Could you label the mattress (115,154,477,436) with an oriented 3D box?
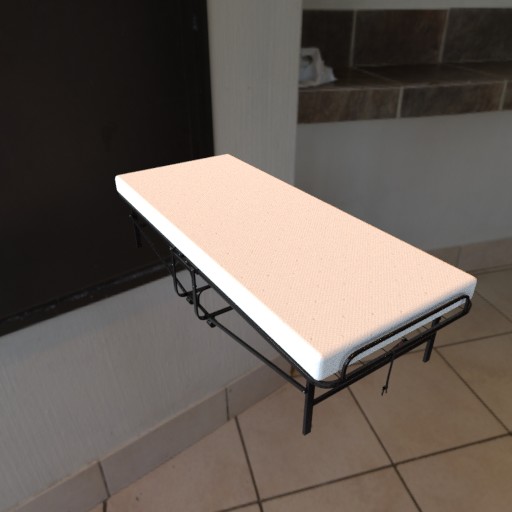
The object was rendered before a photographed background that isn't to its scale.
[{"bbox_3d":[0.000,0.000,2.537,0.922,0.519,2.153,-18,35,-29],"label":"mattress"}]
